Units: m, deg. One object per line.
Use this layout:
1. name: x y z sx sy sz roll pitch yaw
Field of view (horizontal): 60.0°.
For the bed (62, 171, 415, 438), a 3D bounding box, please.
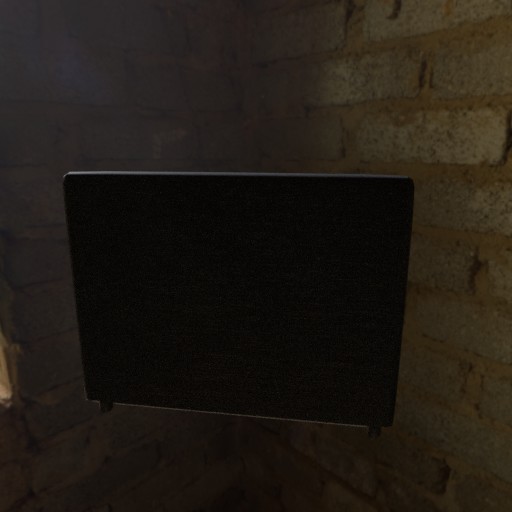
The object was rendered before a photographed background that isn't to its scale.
1. bed: 0.000 0.000 3.184 1.723 1.330 2.142 2 15 8
